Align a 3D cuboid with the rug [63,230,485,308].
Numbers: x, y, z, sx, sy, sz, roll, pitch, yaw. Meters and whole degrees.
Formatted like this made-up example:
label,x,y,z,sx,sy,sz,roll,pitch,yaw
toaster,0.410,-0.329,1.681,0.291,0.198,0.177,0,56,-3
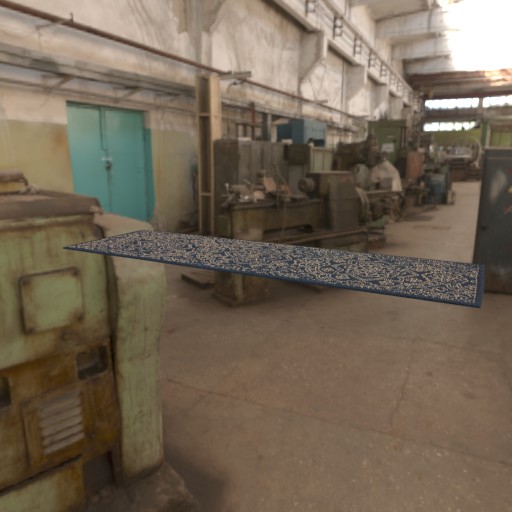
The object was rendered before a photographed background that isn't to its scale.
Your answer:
label,x,y,z,sx,sy,sz,roll,pitch,yaw
rug,0.000,0.000,2.655,2.448,0.012,0.769,7,15,27
